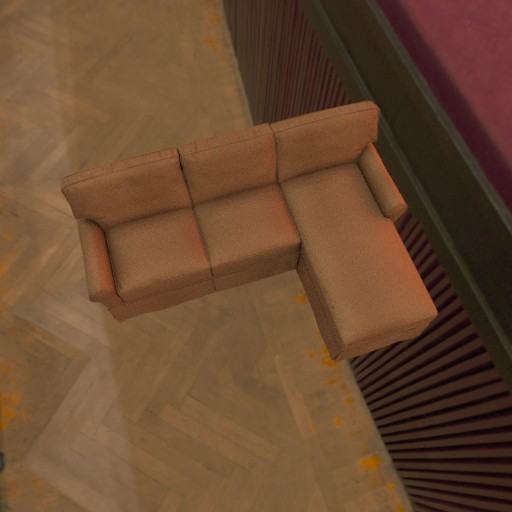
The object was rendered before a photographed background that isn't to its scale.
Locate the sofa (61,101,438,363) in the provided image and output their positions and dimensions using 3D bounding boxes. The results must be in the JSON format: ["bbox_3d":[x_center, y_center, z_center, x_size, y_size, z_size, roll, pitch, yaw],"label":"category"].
[{"bbox_3d":[0.000,0.000,3.342,2.475,0.978,1.733,-16,66,-7],"label":"sofa"}]
